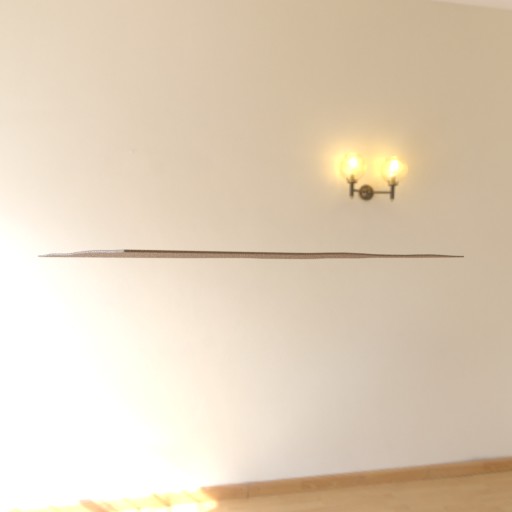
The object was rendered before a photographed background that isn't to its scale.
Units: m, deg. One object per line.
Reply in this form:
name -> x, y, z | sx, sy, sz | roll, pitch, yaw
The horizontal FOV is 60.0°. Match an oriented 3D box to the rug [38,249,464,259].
rug -> 0.000, 0.000, 2.282 | 1.829, 0.013, 1.220 | 1, -1, -37
